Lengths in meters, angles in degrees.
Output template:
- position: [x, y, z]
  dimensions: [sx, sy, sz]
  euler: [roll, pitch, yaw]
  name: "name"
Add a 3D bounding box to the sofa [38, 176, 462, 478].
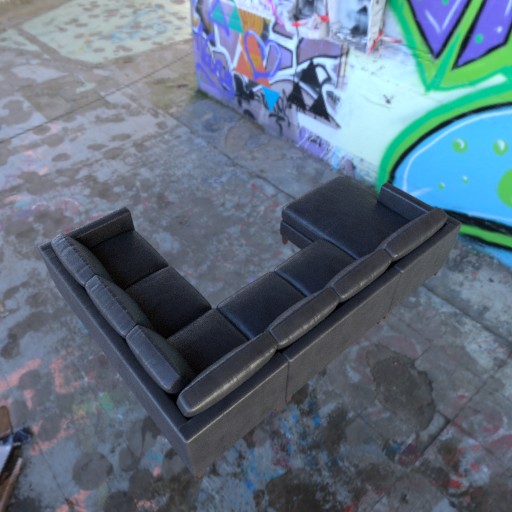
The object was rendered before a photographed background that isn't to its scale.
- position: [0.000, 0.000, 4.478]
  dimensions: [3.324, 0.891, 2.452]
  euler: [-32, 53, -28]
  name: "sofa"
